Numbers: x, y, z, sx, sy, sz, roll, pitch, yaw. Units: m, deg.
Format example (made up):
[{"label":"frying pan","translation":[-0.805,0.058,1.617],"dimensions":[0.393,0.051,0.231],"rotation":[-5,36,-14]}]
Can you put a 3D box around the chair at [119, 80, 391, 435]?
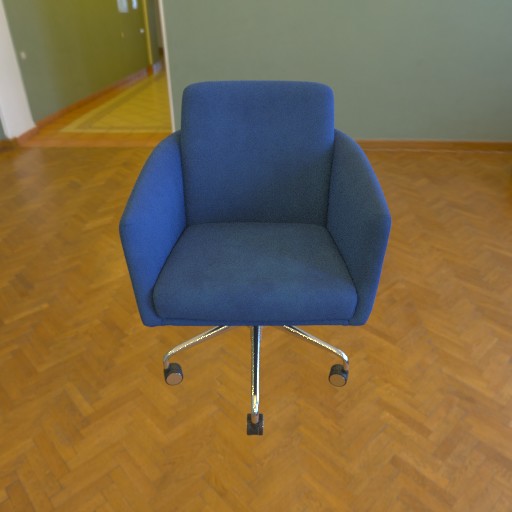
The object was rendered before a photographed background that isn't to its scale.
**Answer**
[{"label":"chair","translation":[0.000,0.000,1.328],"dimensions":[0.641,0.908,0.635],"rotation":[0,30,1]}]
